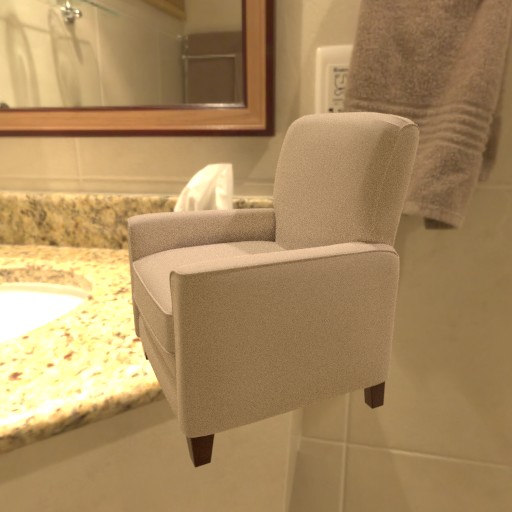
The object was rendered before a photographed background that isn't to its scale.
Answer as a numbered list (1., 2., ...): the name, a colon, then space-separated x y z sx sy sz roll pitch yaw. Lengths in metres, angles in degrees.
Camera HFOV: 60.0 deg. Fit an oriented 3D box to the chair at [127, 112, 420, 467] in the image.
1. chair: 0.000 0.000 1.660 0.858 1.028 0.841 -8 18 -24
